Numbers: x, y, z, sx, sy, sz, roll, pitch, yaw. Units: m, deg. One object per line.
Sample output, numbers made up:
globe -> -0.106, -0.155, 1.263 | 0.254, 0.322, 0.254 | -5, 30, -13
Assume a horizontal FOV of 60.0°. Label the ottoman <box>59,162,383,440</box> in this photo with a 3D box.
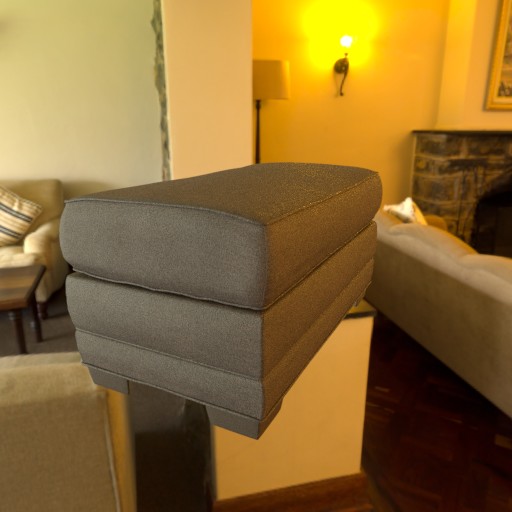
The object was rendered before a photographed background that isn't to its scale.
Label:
ottoman -> 0.000, 0.000, 1.186 | 0.490, 0.448, 0.864 | 8, 19, 26
